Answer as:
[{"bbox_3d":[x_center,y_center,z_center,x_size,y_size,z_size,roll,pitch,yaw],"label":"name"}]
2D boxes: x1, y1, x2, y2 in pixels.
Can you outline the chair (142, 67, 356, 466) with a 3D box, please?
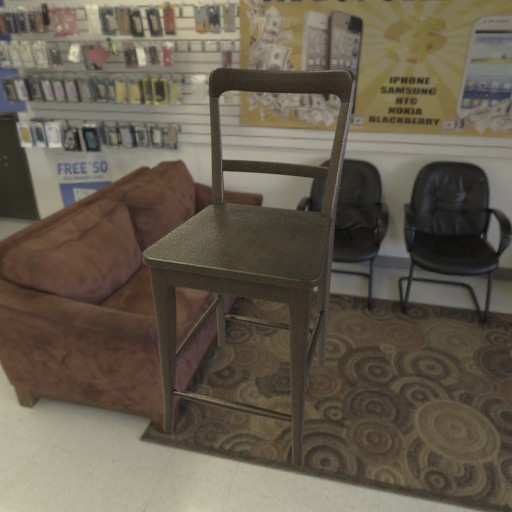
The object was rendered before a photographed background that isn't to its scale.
[{"bbox_3d":[0.000,0.000,1.300,0.450,0.991,0.546,8,27,15],"label":"chair"}]
